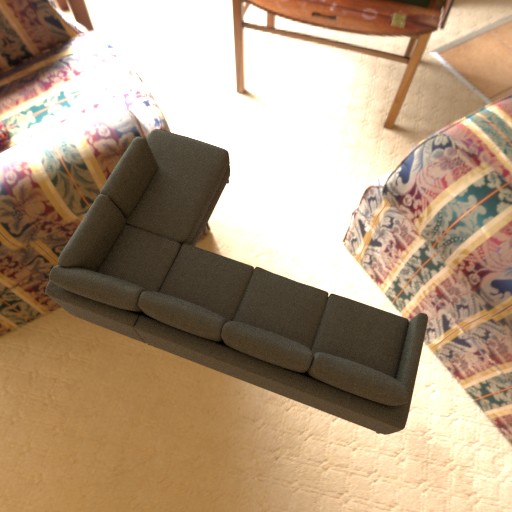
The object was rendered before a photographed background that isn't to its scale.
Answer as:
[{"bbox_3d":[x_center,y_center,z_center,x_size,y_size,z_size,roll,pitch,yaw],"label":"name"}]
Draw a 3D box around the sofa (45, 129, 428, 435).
[{"bbox_3d":[0.000,0.000,3.878,2.972,0.858,1.984,18,65,9],"label":"sofa"}]
